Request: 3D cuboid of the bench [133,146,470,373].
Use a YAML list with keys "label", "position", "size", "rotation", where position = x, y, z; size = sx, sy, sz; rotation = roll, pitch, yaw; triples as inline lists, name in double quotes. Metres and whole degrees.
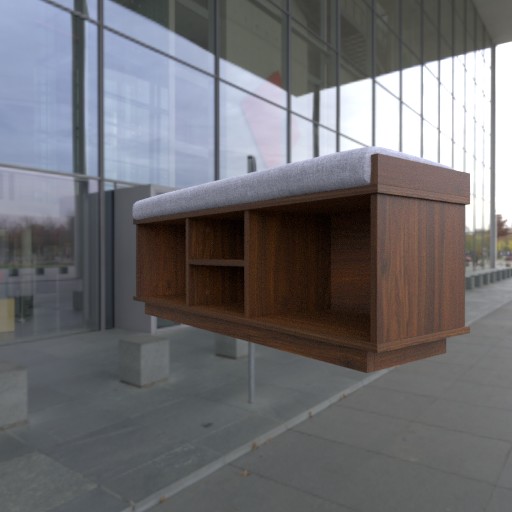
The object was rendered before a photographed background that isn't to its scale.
- label: "bench"
  position: [0.000, 0.000, 1.417]
  size: [0.367, 0.468, 1.196]
  rotation: [0, 0, -37]
